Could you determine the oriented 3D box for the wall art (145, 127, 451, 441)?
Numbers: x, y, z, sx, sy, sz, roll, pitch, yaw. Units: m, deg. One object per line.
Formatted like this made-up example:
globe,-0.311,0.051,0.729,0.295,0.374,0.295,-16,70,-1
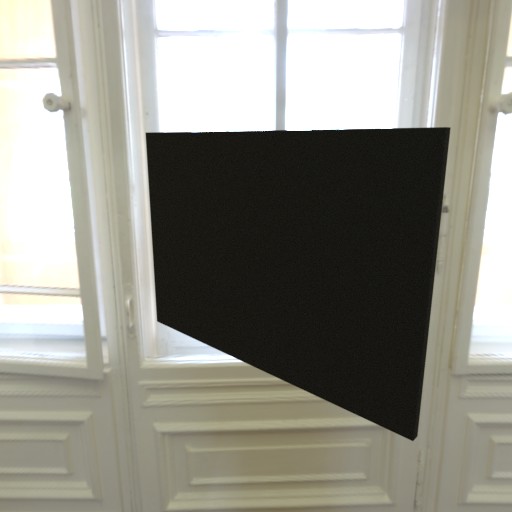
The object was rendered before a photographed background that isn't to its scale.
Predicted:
wall art,0.000,0.000,1.212,0.964,0.659,0.049,14,20,43
